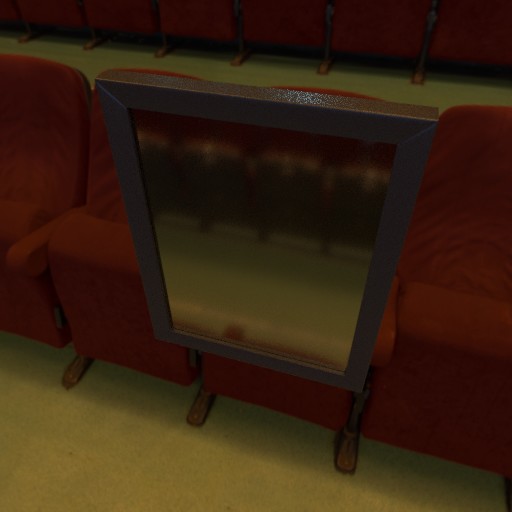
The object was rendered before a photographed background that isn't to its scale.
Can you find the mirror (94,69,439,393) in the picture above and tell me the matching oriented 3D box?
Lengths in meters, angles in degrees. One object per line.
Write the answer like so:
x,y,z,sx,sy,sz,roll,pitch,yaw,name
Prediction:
0.000,0.000,0.681,0.405,0.508,0.041,12,42,13,mirror
